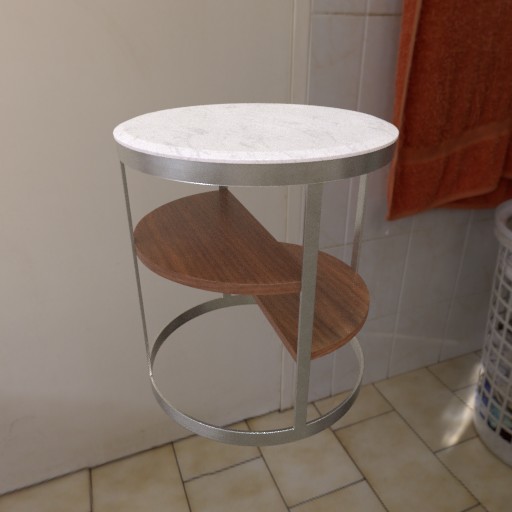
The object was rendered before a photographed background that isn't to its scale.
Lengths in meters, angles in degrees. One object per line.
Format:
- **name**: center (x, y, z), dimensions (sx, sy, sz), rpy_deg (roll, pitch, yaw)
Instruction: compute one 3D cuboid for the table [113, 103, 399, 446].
- **table**: center (0.000, 0.000, 0.754), dimensions (0.407, 0.447, 0.407), rpy_deg (0, 27, 0)
